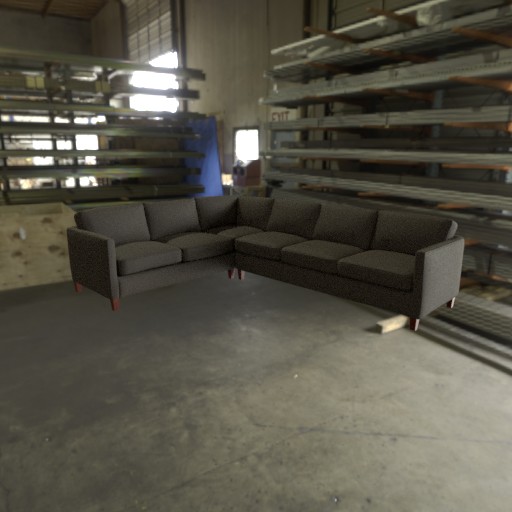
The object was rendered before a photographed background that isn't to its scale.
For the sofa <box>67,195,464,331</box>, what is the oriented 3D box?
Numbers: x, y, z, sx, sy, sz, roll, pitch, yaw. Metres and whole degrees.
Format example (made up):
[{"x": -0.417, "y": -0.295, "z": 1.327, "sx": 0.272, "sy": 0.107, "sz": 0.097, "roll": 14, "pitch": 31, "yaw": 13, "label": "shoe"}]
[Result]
[{"x": 0.000, "y": 0.000, "z": 4.604, "sx": 3.302, "sy": 0.947, "sz": 2.593, "roll": 13, "pitch": 19, "yaw": 43, "label": "sofa"}]
